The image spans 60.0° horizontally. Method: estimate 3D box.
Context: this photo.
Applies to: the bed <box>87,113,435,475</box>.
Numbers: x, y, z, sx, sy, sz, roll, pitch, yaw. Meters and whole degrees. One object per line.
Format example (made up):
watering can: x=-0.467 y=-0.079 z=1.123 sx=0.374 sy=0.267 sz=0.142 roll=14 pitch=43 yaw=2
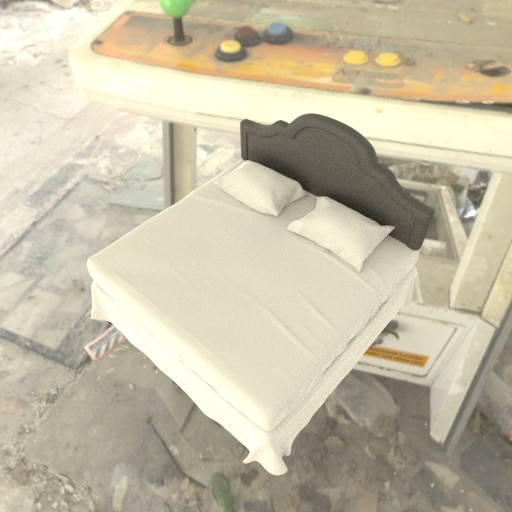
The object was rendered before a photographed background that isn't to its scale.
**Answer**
bed: x=0.000 y=0.000 z=3.626 sx=2.303 sy=1.631 sz=2.222 roll=33 pitch=56 yaw=27
